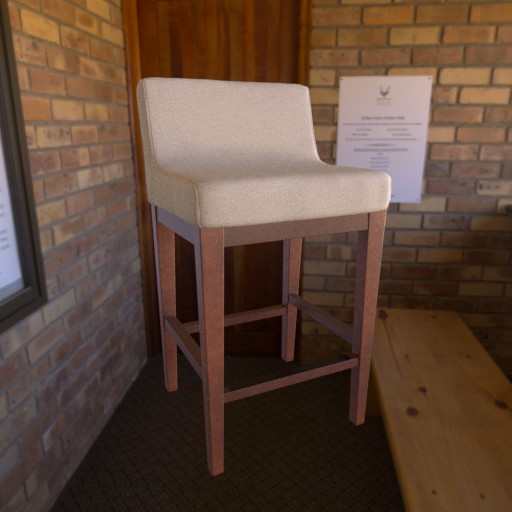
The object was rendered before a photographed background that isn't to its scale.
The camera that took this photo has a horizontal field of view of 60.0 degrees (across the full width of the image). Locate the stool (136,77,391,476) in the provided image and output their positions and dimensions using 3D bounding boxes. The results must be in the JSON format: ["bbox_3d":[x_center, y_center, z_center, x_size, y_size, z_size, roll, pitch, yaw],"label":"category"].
[{"bbox_3d":[0.000,0.000,1.224,0.511,0.937,0.500,-8,18,-25],"label":"stool"}]
